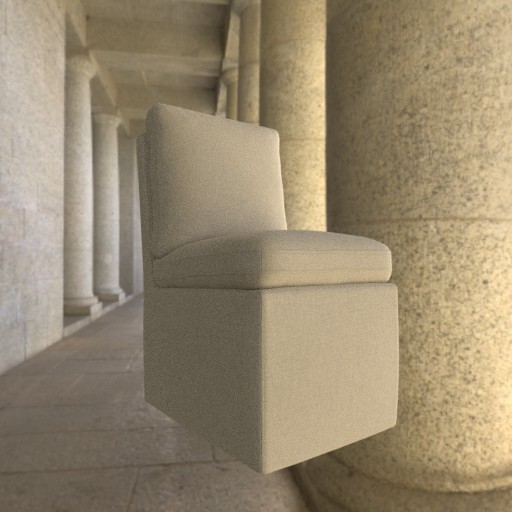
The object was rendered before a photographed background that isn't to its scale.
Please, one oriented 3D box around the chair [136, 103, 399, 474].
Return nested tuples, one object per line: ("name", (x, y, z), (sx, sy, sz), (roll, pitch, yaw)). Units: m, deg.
("chair", (0.000, 0.000, 1.321), (0.503, 0.927, 0.698), (0, -1, -37))
